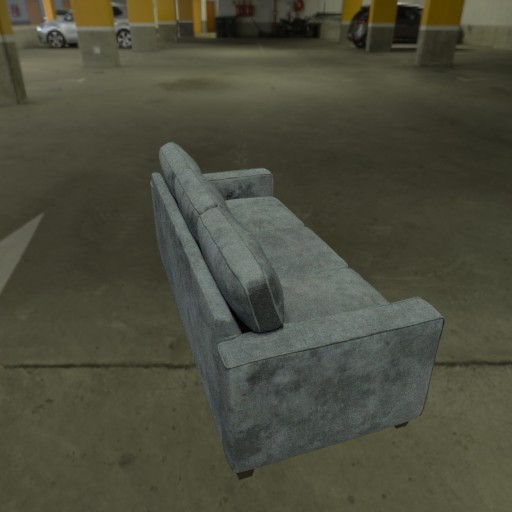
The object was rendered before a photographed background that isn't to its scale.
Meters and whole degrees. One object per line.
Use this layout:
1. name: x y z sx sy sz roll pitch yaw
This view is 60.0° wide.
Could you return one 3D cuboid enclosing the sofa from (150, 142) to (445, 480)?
1. sofa: 0.000 0.000 2.603 0.939 0.965 2.133 -9 30 -17
